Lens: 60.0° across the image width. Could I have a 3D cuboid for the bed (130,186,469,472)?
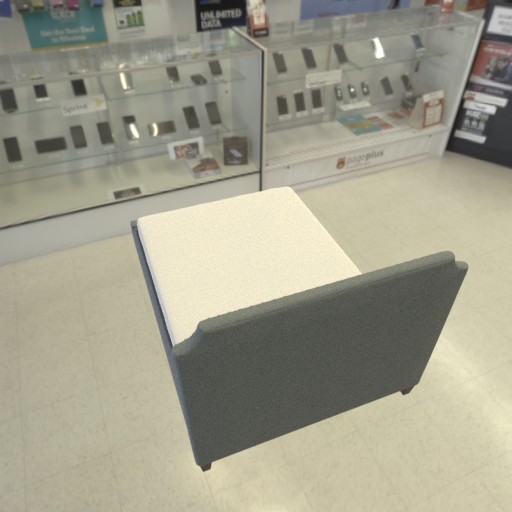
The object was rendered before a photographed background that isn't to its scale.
[{"bbox_3d":[0.000,0.000,3.470,1.712,1.443,2.372,-14,43,-16],"label":"bed"}]
